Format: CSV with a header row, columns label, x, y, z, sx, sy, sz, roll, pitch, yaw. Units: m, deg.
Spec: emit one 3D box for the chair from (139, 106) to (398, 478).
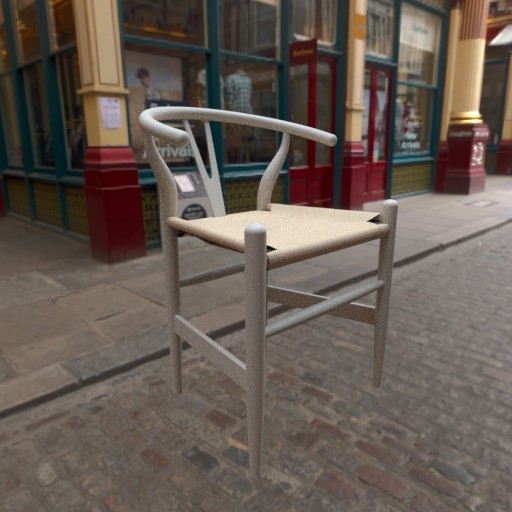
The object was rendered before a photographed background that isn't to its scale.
label,x,y,z,sx,sy,sz,roll,pitch,yaw
chair,0.000,0.000,1.116,0.500,0.736,0.533,14,20,43
